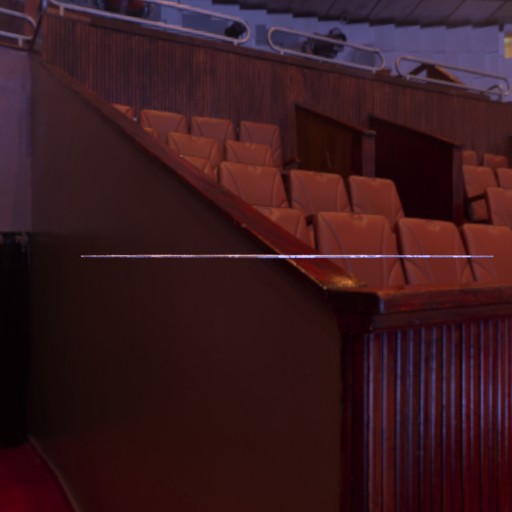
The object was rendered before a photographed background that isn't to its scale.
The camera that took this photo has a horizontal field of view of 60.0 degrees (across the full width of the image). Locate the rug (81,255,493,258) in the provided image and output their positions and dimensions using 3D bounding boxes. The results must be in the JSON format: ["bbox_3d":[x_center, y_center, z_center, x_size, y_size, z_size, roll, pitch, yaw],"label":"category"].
[{"bbox_3d":[0.000,0.000,4.371,2.441,0.020,3.419,0,0,-36],"label":"rug"}]
